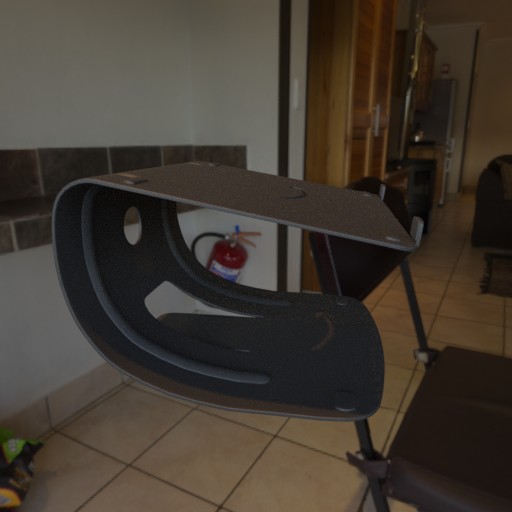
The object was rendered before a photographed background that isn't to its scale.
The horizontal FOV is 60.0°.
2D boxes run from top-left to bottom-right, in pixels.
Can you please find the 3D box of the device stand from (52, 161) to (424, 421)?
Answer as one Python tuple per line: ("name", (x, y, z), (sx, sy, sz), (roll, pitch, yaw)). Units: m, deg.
("device stand", (0.000, 0.000, 0.397), (0.236, 0.155, 0.256), (3, 15, 10))
